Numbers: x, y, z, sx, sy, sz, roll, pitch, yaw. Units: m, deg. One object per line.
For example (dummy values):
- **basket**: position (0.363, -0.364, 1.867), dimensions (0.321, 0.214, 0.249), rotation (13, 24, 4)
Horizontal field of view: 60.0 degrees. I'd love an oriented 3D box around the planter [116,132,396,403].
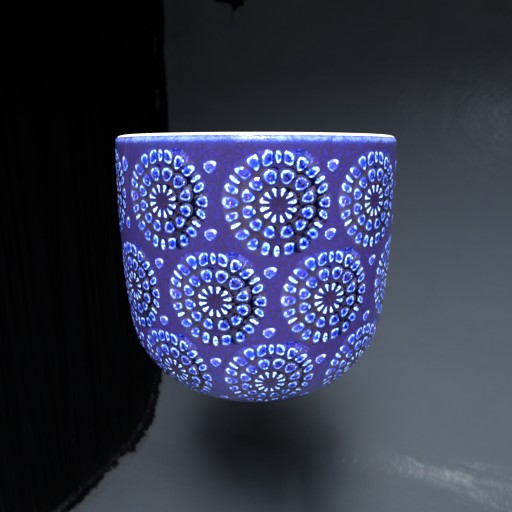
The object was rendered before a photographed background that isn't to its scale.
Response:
- **planter**: position (0.000, 0.000, 0.286), dimensions (0.165, 0.149, 0.165), rotation (0, 14, 0)
